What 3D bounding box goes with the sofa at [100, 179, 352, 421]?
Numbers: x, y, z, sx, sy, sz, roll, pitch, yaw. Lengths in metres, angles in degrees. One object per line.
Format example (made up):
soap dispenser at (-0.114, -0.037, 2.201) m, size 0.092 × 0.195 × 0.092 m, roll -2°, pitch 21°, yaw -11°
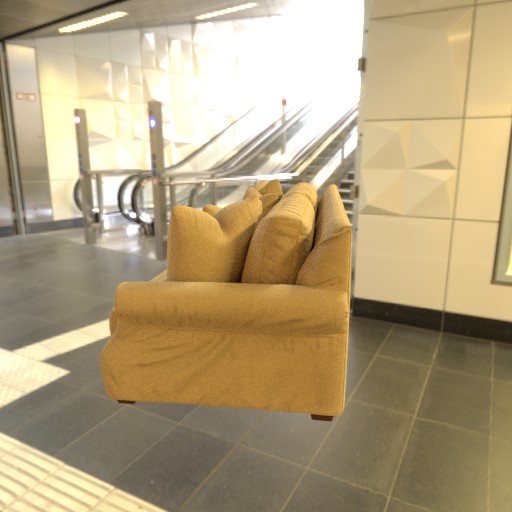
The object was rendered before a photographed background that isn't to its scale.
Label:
sofa at (0.000, 0.000, 2.805) m, size 1.067 × 0.904 × 2.285 m, roll 2°, pitch 13°, yaw 8°
